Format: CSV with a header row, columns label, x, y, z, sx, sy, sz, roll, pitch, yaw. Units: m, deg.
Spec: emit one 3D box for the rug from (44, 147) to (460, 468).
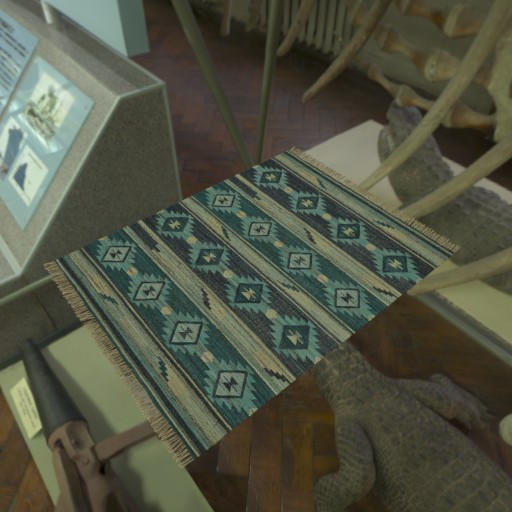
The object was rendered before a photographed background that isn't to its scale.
label,x,y,z,sx,sy,sz,roll,pitch,yaw
rug,0.000,0.000,4.304,3.307,0.047,2.418,-30,53,-27
